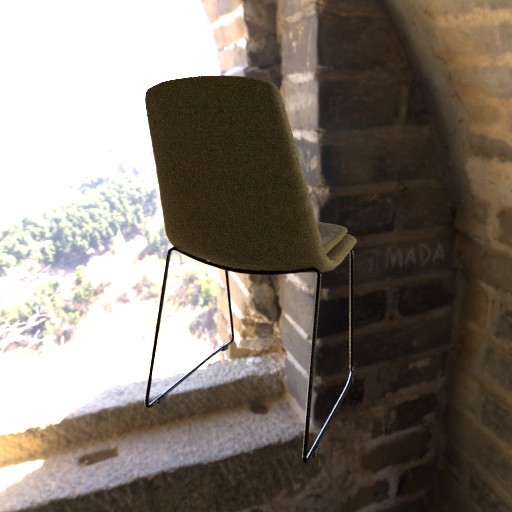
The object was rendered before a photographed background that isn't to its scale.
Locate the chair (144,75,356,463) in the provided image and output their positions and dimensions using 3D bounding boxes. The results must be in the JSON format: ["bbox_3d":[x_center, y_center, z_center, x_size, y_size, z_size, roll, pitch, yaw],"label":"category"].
[{"bbox_3d":[0.000,0.000,1.176,0.479,0.849,0.496,8,18,26],"label":"chair"}]
